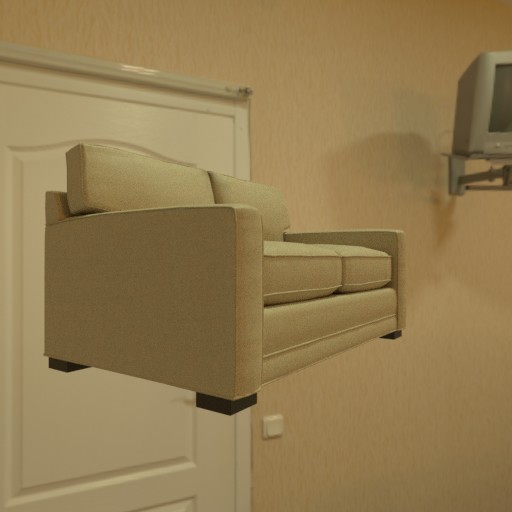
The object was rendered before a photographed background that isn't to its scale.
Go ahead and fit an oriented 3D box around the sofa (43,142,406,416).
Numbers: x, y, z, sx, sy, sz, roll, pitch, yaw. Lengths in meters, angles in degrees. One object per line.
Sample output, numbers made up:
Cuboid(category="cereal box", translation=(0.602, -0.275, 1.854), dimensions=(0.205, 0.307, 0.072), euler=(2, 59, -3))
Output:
Cuboid(category="sofa", translation=(0.000, 0.000, 2.017), dimensions=(0.942, 0.853, 1.484), euler=(0, 0, 35))
